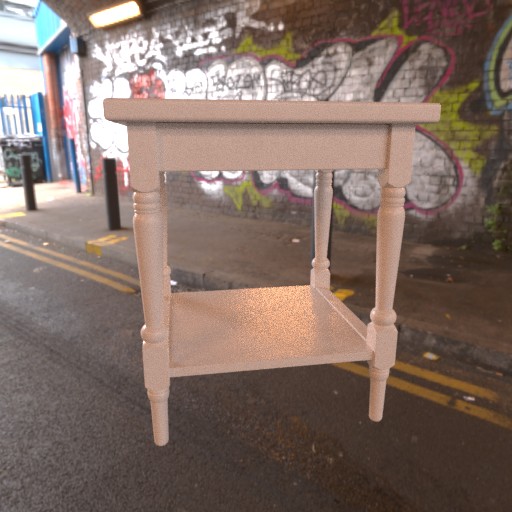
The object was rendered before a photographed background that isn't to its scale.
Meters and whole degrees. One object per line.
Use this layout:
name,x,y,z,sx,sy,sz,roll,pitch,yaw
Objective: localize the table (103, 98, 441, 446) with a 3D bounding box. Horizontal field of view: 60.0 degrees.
table,0.000,0.000,0.904,0.488,0.565,0.442,-3,15,-10
